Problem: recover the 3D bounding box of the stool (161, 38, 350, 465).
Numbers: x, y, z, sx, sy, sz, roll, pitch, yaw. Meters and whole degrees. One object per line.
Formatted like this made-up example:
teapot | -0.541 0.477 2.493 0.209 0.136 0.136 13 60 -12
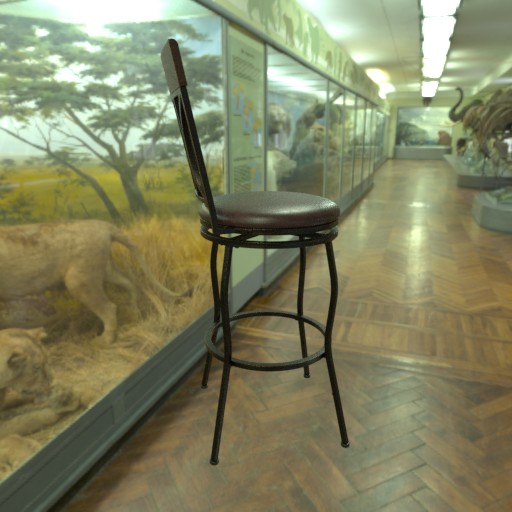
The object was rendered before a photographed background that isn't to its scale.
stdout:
stool | 0.000 0.000 1.368 0.513 1.130 0.448 -3 16 -10
